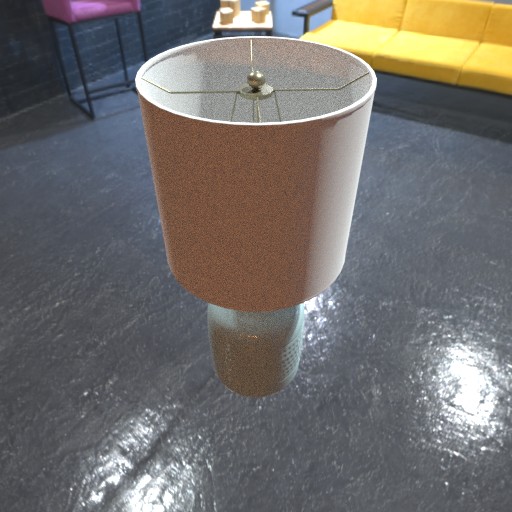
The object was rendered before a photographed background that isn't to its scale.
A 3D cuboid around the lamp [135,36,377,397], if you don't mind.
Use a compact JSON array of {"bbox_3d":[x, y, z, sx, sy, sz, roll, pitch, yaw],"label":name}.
[{"bbox_3d":[0.000,0.000,1.071,0.418,0.871,0.418,25,48,26],"label":"lamp"}]
